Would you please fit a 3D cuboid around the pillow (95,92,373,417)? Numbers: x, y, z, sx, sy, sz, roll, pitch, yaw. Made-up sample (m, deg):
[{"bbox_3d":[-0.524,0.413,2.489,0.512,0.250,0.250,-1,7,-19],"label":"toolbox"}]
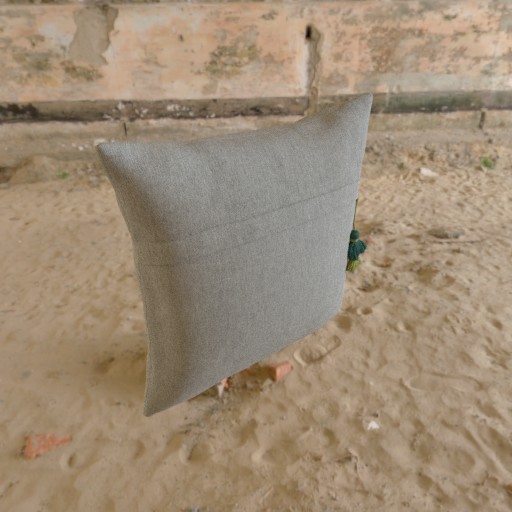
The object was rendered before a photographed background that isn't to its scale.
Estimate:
[{"bbox_3d":[0.000,0.000,0.686,0.433,0.436,0.173,-22,38,-32],"label":"pillow"}]
